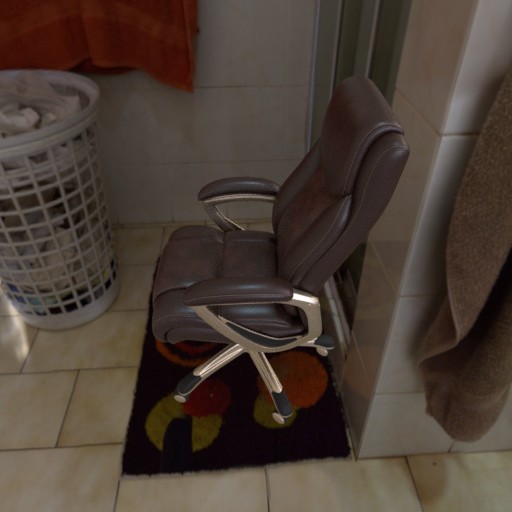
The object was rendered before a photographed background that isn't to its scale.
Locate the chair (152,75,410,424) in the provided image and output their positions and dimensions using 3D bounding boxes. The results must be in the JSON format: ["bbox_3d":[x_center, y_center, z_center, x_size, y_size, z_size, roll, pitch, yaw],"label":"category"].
[{"bbox_3d":[0.000,0.000,1.616,0.749,1.194,0.692,-1,40,-1],"label":"chair"}]
